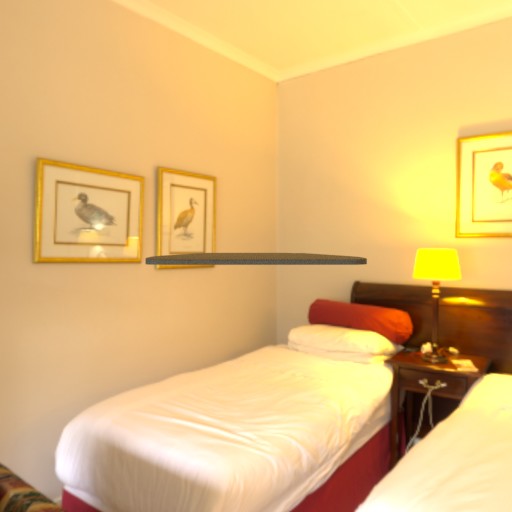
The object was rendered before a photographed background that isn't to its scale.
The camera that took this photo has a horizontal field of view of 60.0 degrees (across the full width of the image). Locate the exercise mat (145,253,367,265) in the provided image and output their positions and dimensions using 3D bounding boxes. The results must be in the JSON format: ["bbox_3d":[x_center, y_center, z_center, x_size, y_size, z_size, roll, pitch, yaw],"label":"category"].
[{"bbox_3d":[0.000,0.000,2.106,0.616,0.021,1.869,0,1,0],"label":"exercise mat"}]
